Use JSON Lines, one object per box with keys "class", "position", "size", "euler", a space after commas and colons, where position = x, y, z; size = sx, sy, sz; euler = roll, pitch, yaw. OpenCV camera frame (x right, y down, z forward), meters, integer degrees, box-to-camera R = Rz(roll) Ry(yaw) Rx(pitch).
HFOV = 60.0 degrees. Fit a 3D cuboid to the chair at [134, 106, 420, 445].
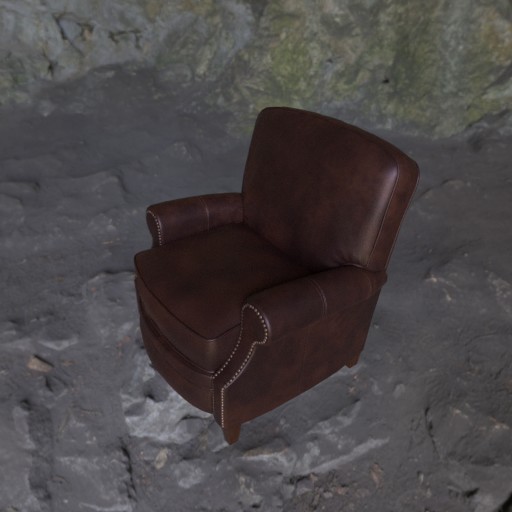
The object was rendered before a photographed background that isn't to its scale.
{"class": "chair", "position": [0.000, 0.000, 1.808], "size": [0.986, 1.018, 0.936], "euler": [-21, 39, -29]}
